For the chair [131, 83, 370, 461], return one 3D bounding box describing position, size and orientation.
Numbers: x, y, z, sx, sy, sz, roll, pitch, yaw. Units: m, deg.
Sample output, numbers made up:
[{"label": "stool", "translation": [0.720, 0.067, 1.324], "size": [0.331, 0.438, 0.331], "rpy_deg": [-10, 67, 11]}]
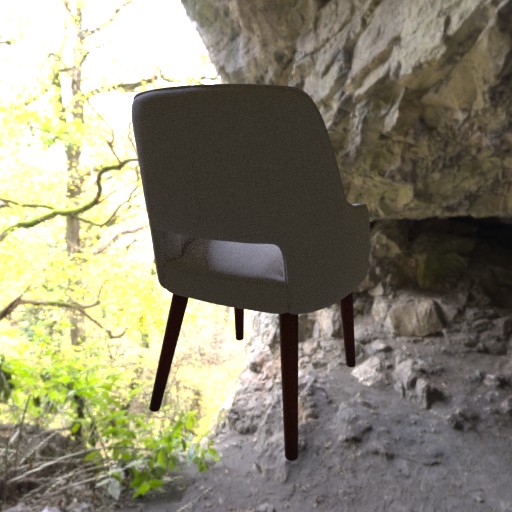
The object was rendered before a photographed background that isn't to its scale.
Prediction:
[{"label": "chair", "translation": [0.000, 0.000, 1.224], "size": [0.560, 0.840, 0.580], "rpy_deg": [8, 17, 26]}]
